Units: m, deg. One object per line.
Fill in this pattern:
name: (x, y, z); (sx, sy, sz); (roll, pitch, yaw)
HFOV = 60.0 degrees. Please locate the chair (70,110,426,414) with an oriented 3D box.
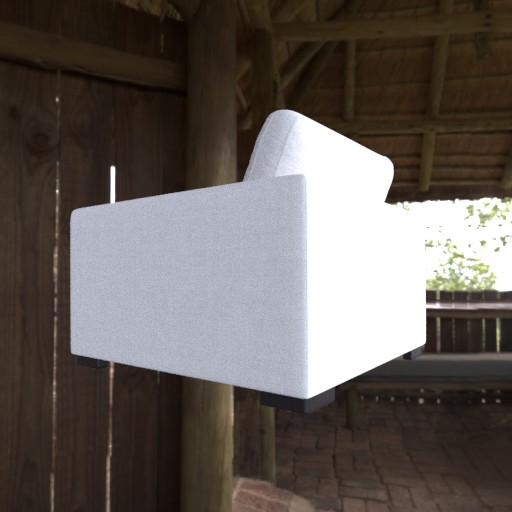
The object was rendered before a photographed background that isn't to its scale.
chair: (0.000, 0.000, 1.872); (1.100, 0.876, 1.070); (-1, -2, 36)
